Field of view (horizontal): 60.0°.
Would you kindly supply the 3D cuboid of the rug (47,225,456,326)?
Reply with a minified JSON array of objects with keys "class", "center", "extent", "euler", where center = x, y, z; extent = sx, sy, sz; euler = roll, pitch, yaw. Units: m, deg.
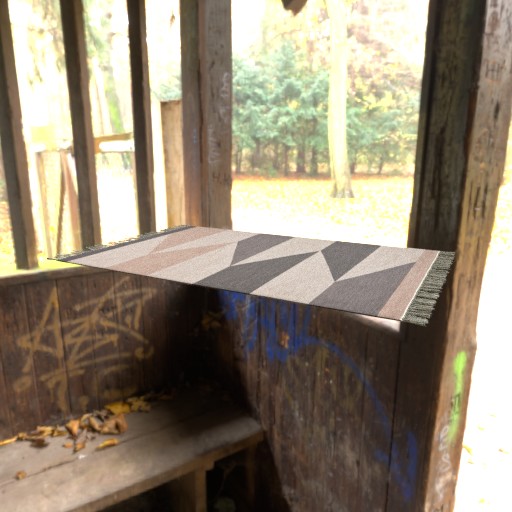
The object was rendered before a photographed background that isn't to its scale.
[{"class":"rug","center":[0.000,0.000,2.529],"extent":[2.021,0.027,1.224],"euler":[7,16,27]}]
